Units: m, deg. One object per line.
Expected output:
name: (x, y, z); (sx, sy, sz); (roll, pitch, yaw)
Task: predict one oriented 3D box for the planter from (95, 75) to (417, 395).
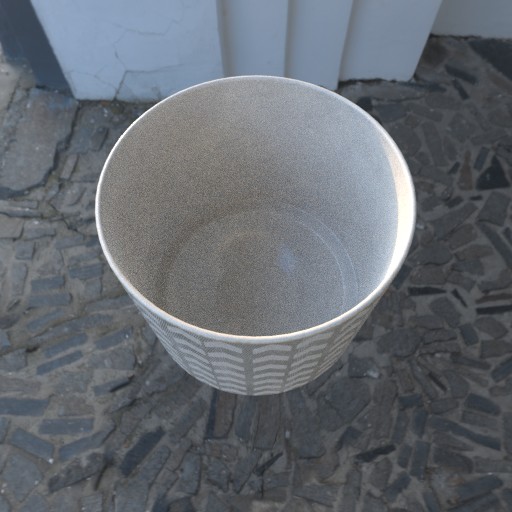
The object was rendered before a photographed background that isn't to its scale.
planter: (0.000, 0.000, 0.345); (0.190, 0.181, 0.190); (0, 63, 0)
